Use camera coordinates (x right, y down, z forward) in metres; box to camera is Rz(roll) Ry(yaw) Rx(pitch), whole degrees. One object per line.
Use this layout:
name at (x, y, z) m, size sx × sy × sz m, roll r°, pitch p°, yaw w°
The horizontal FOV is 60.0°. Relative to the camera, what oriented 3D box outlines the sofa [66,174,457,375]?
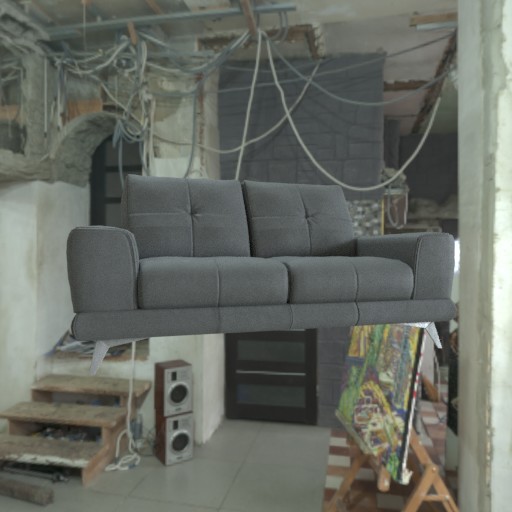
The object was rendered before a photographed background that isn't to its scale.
sofa at (0.000, 0.000, 2.372) m, size 1.806 × 0.907 × 1.018 m, roll 0°, pitch 0°, yaw -18°
